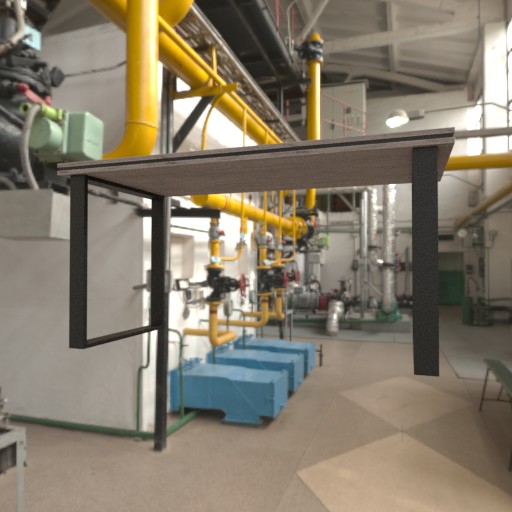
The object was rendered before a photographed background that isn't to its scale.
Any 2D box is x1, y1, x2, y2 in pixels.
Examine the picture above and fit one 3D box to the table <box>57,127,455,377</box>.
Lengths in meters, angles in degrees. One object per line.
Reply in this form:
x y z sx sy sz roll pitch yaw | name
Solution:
0.000 0.000 2.241 1.778 0.899 0.795 0 -1 19 | table
